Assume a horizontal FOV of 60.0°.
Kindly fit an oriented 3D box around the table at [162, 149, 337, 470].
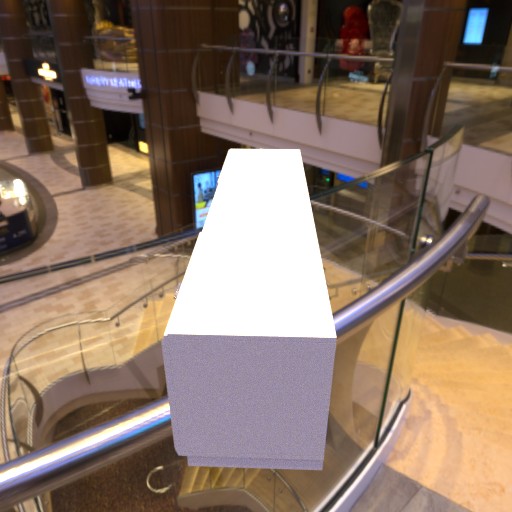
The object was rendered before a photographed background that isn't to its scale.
[{"bbox_3d":[0.000,0.000,1.735,0.400,0.440,1.550,1,28,2],"label":"table"}]
